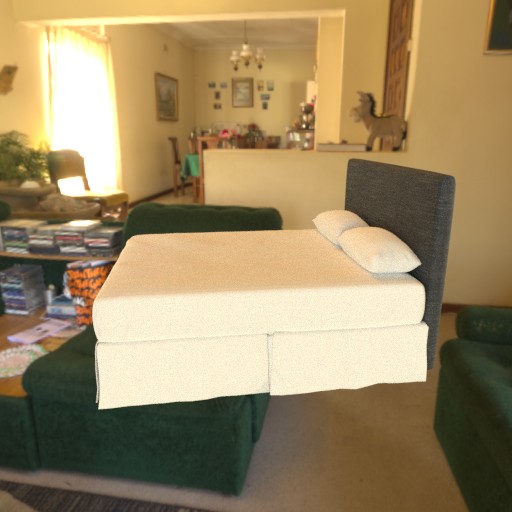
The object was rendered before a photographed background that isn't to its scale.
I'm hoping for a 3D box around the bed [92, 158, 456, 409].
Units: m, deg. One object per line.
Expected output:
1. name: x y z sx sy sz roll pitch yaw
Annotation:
1. bed: 0.000 0.000 3.318 2.142 1.330 1.723 -2 16 -7
